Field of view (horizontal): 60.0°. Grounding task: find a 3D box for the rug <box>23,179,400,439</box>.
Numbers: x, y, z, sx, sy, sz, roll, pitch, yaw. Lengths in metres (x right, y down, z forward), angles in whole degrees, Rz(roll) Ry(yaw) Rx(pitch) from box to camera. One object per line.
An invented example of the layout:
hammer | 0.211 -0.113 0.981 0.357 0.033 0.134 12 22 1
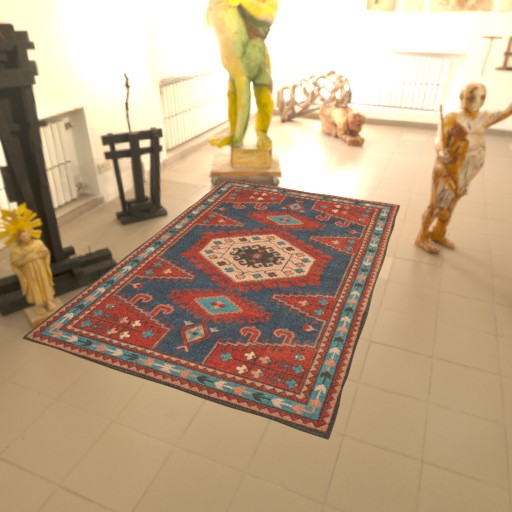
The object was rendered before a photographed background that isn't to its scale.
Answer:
rug | 0.000 0.000 2.229 1.207 0.012 1.820 12 33 19
